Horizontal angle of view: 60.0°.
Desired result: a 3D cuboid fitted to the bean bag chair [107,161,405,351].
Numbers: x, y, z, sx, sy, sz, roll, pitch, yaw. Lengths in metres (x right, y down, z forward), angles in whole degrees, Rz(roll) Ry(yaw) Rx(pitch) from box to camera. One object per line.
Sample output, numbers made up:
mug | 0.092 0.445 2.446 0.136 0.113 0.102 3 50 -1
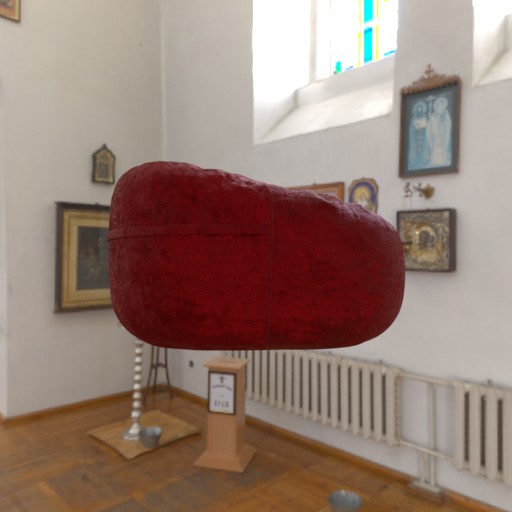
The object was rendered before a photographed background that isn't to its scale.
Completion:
bean bag chair | 0.000 0.000 2.410 1.524 0.878 1.524 0 -1 0
